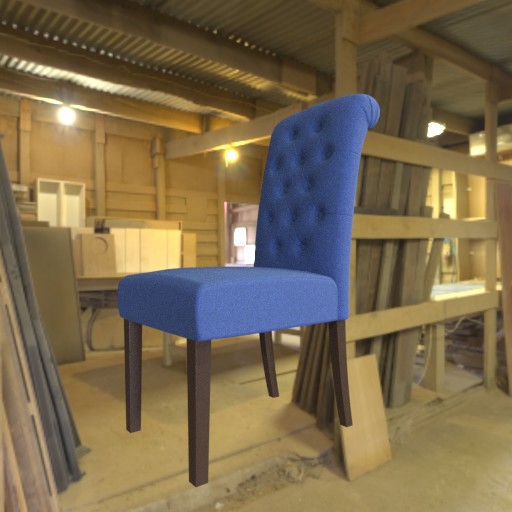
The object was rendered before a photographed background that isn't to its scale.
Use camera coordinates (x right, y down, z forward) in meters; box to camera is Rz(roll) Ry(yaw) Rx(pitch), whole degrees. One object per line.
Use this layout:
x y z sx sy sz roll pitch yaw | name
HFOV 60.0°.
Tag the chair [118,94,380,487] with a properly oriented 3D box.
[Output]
0.000 0.000 1.319 0.671 1.006 0.456 0 1 -38 | chair
